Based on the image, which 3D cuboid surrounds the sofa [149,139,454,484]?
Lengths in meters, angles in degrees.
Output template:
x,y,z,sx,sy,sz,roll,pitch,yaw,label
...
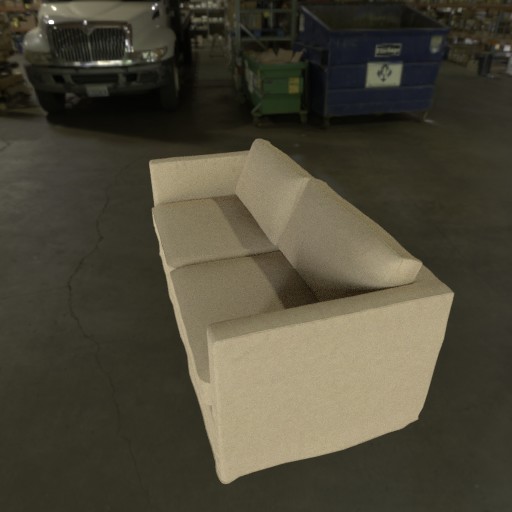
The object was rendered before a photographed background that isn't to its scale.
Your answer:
x,y,z,sx,sy,sz,roll,pitch,yaw,label
0.000,0.000,2.443,0.962,0.835,1.959,-9,31,-15,sofa
